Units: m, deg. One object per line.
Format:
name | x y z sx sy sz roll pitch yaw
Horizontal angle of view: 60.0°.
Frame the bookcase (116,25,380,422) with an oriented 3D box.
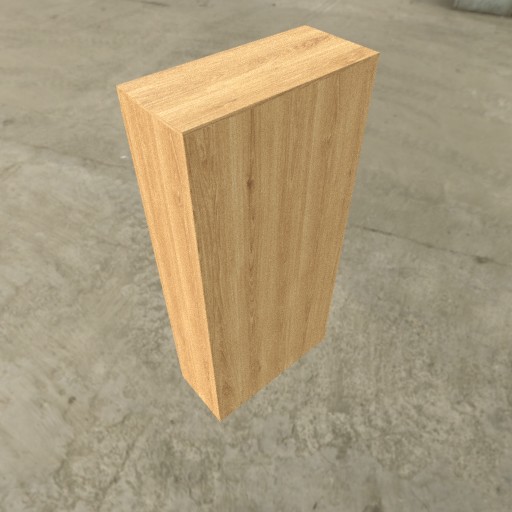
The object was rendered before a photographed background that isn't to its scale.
bookcase | 0.000 0.000 2.391 0.950 2.020 0.420 -31 53 -27
